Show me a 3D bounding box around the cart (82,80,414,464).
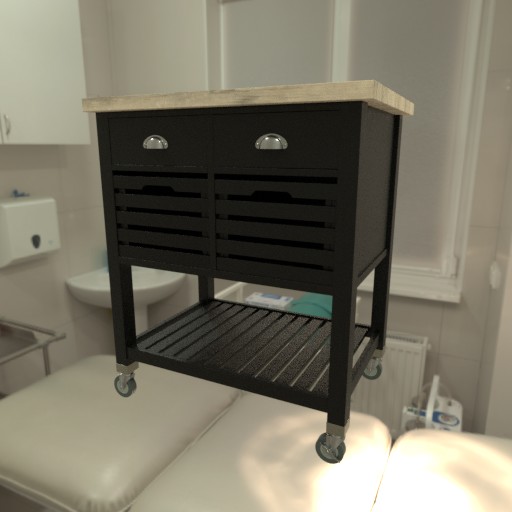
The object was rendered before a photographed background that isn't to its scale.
[{"bbox_3d":[0.000,0.000,1.391,0.797,0.920,0.567,7,16,26],"label":"cart"}]
